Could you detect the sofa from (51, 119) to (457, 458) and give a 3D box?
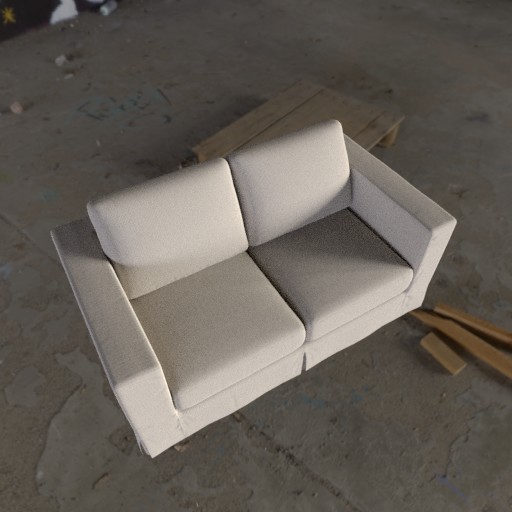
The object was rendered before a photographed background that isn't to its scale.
[{"bbox_3d":[0.000,0.000,2.360,1.813,0.932,1.009,-24,52,-20],"label":"sofa"}]
